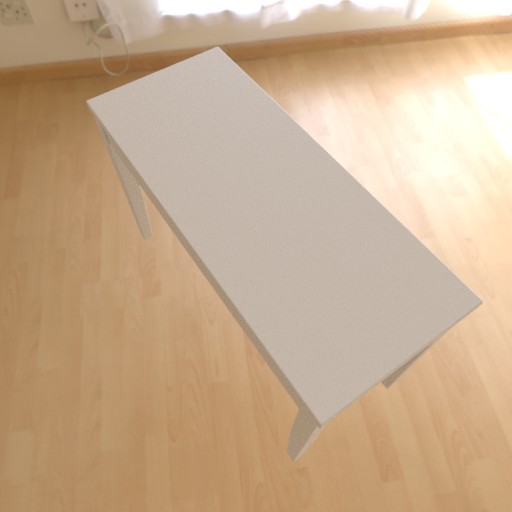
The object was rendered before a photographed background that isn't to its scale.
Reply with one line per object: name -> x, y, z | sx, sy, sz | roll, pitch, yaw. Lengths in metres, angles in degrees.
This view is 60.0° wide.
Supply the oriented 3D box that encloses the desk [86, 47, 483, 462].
desk -> 0.000, 0.000, 1.593 | 0.508, 0.775, 1.220 | -31, 64, -17
